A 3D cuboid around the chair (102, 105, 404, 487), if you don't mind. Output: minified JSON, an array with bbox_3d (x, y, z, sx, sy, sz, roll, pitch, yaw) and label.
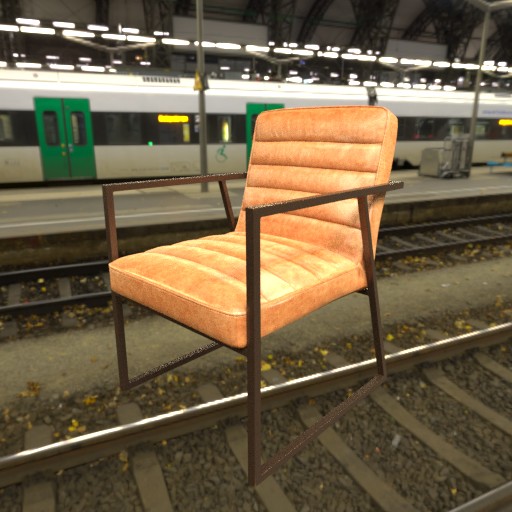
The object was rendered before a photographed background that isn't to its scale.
[{"bbox_3d":[0.000,0.000,1.270,0.571,0.832,0.677,14,21,42],"label":"chair"}]
